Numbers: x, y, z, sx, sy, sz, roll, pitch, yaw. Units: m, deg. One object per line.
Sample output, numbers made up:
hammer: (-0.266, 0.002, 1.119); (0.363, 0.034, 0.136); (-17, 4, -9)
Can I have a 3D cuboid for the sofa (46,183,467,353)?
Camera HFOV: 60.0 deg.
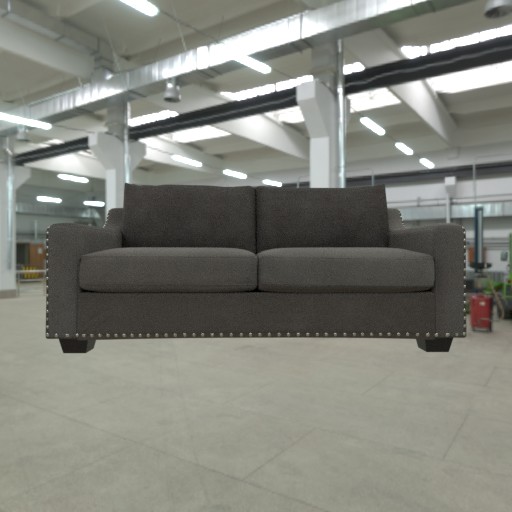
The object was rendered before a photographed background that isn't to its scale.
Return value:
sofa: (0.000, 0.000, 3.289); (2.550, 1.196, 1.336); (0, 0, -1)
